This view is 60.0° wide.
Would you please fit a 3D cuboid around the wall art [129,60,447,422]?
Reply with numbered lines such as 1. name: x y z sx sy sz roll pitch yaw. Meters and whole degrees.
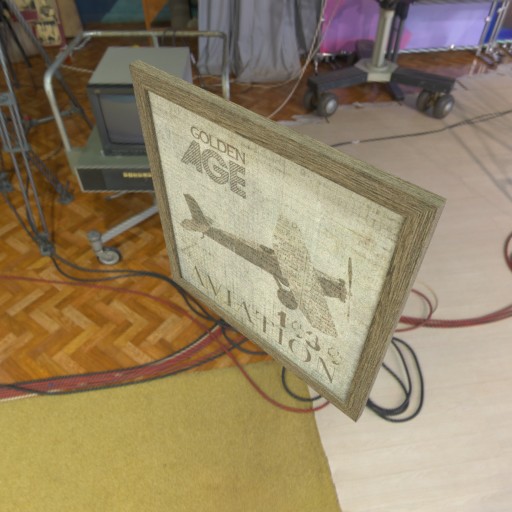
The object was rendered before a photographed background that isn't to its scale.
1. wall art: 0.000 0.000 0.747 0.508 0.508 0.019 33 55 28
